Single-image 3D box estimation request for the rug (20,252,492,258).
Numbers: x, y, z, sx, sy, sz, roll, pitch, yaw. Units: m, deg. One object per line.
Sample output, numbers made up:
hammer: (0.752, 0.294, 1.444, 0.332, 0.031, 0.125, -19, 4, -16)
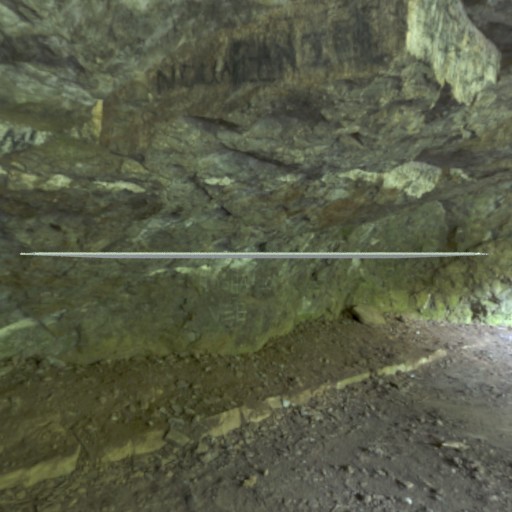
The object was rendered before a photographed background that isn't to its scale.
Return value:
rug: (0.000, 0.000, 3.063, 2.486, 0.013, 1.548, 0, -1, -1)
